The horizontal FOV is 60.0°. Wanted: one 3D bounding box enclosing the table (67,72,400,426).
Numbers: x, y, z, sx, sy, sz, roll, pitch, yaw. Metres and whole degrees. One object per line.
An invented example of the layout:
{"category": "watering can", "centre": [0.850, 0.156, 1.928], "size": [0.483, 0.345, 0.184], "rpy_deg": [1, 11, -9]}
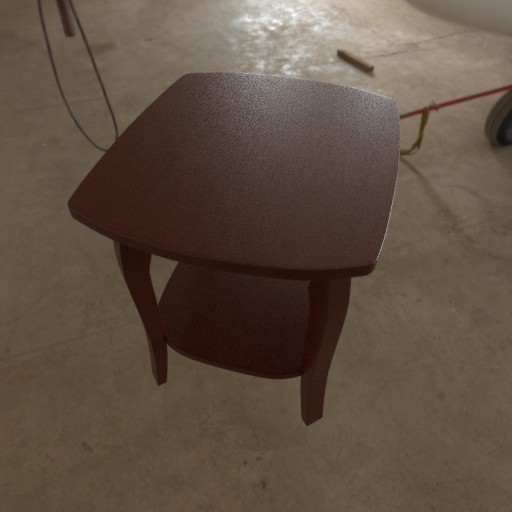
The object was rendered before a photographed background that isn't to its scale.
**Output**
{"category": "table", "centre": [0.000, 0.000, 0.864], "size": [0.433, 0.496, 0.502], "rpy_deg": [12, 47, 11]}
